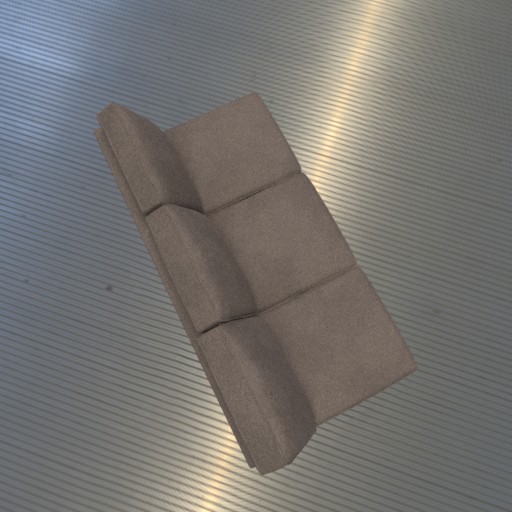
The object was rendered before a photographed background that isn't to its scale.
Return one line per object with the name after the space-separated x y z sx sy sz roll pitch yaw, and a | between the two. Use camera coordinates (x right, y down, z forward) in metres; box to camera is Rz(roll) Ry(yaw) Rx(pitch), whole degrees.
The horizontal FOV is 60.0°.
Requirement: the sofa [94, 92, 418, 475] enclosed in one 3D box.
0.000 0.000 2.542 1.027 0.973 1.962 -26 77 -7 | sofa
